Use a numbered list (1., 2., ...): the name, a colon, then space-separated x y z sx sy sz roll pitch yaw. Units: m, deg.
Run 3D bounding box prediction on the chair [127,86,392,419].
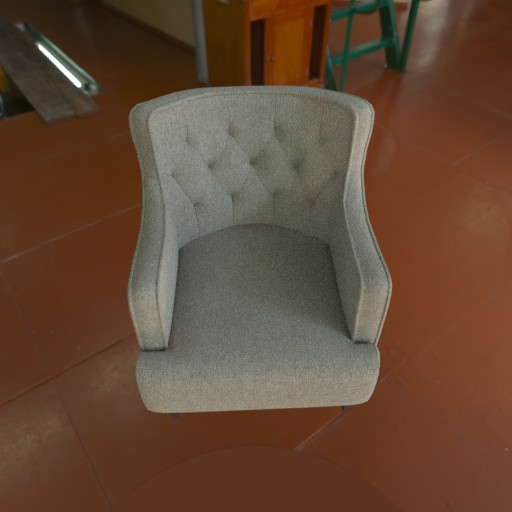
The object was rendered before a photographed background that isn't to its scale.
1. chair: 0.000 0.000 1.591 0.820 0.920 0.910 -2 45 -2
